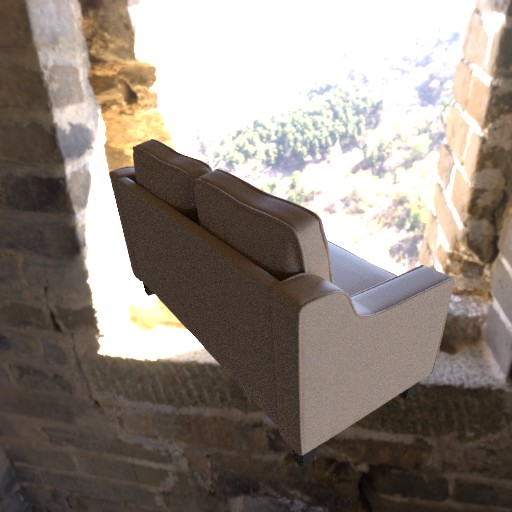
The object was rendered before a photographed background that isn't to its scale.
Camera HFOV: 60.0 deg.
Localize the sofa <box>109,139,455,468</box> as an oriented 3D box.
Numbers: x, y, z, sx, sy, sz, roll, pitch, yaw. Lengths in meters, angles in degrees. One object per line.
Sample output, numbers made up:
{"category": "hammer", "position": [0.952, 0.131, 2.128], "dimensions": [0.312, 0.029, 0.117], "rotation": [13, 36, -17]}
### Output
{"category": "sofa", "position": [0.000, 0.000, 3.473], "dimensions": [1.351, 1.562, 2.587], "rotation": [-18, 32, -31]}
